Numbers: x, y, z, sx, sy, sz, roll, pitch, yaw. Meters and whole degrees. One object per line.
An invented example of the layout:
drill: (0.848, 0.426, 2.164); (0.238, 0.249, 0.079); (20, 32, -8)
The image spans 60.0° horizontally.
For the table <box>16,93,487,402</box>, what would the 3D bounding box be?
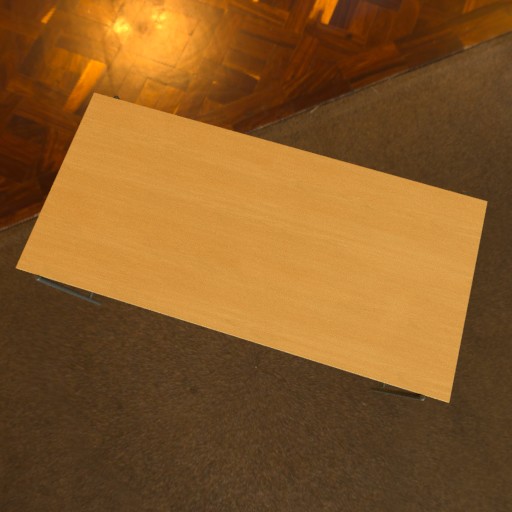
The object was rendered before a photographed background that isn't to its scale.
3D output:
table: (0.000, 0.000, 2.219); (1.800, 0.758, 0.900); (17, 77, 4)
